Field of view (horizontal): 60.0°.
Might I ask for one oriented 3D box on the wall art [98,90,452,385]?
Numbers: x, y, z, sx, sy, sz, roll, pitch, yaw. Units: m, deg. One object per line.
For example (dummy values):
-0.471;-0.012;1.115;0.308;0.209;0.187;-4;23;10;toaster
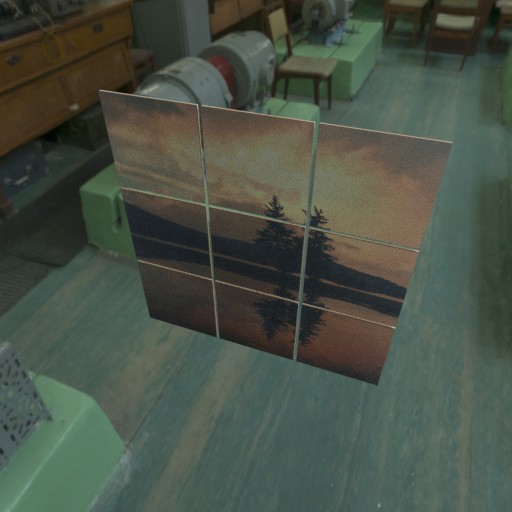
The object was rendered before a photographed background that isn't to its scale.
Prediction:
0.000;0.000;1.841;1.216;1.218;0.013;13;42;15;wall art
